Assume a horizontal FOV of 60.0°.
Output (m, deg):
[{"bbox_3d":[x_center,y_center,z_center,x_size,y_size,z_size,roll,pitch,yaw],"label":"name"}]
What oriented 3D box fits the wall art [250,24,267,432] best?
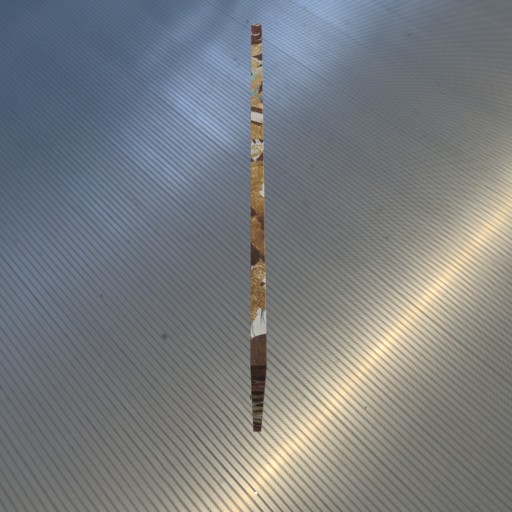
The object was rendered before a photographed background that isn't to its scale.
[{"bbox_3d":[0.000,0.000,1.137,0.028,0.762,0.757,0,62,0],"label":"wall art"}]
